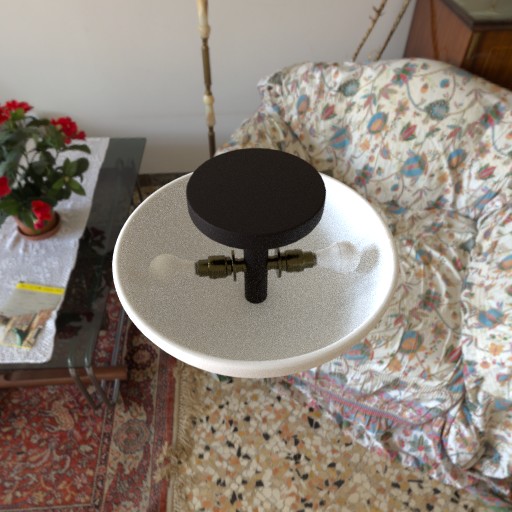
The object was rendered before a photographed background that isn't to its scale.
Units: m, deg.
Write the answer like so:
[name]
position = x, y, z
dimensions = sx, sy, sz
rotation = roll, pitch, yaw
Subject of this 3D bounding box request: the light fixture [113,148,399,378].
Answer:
[light fixture]
position = 0.000, 0.000, 0.539
dimensions = 0.331, 0.212, 0.331
rotation = 0, 47, 0
